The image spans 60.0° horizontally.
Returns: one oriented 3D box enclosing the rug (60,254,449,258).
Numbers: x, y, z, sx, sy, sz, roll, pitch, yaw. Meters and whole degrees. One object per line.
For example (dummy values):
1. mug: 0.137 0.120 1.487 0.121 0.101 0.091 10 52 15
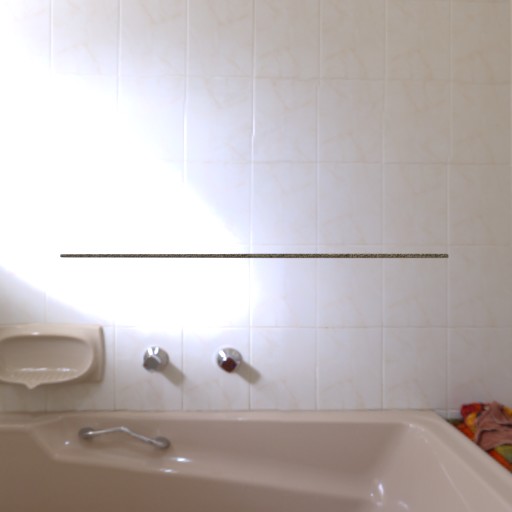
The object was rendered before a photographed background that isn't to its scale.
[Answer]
1. rug: 0.000 0.000 2.884 1.532 0.018 2.297 0 0 0
